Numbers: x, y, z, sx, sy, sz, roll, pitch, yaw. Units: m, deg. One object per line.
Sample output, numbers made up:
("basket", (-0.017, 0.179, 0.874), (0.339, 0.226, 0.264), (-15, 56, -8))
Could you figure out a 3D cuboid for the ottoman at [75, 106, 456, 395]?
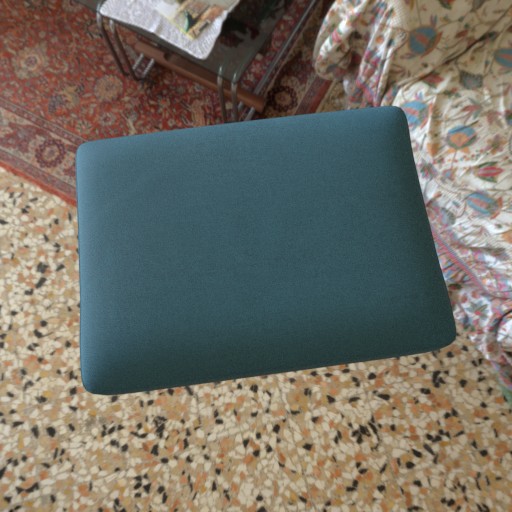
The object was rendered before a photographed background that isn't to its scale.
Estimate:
("ottoman", (0.000, 0.000, 1.063), (0.749, 0.428, 0.549), (-7, 76, -2))
